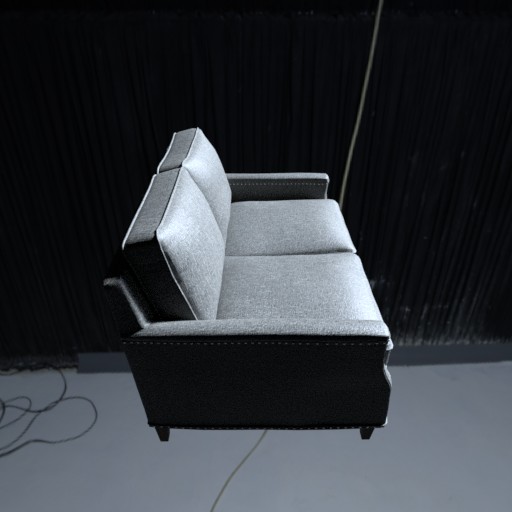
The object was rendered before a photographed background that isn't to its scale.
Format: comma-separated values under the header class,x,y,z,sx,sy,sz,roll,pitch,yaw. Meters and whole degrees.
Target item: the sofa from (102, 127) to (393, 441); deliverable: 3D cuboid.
class,x,y,z,sx,sy,sz,roll,pitch,yaw
sofa,0.000,0.000,2.313,1.084,1.003,1.597,0,32,-1
